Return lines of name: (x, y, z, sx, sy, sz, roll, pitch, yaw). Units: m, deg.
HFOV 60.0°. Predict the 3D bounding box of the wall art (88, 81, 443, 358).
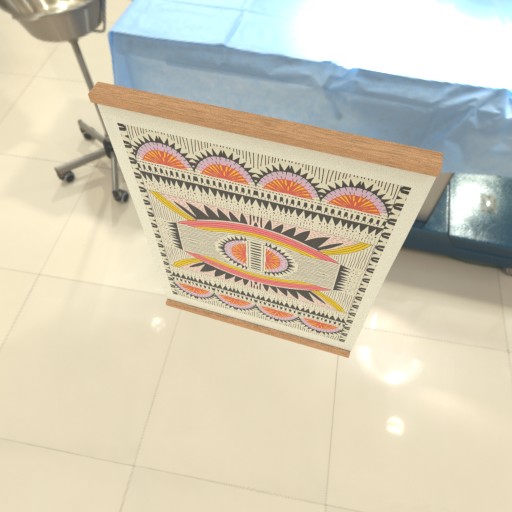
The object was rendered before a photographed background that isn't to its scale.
wall art: (0.000, 0.000, 0.806, 0.456, 0.609, 0.028, 15, 58, 9)
